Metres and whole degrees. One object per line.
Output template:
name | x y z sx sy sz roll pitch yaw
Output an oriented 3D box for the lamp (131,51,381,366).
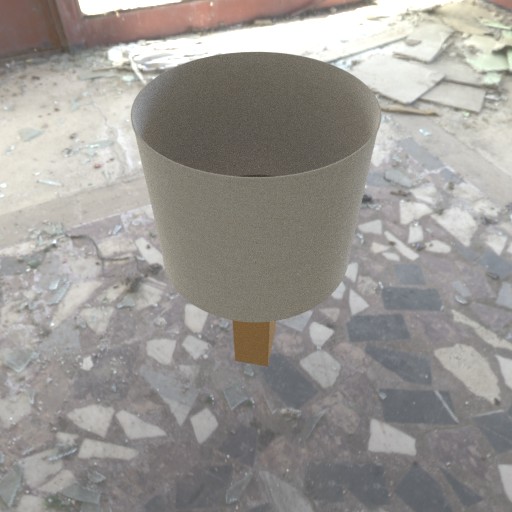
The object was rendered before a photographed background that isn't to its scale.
lamp | 0.000 0.000 0.564 0.229 0.417 0.229 8 48 8
